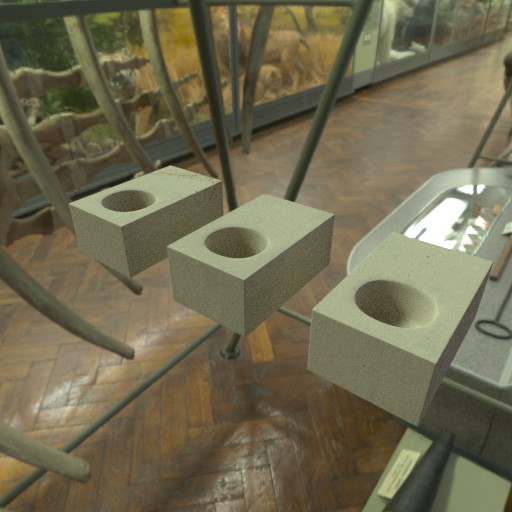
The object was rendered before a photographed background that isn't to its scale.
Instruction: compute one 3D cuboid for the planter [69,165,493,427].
[{"bbox_3d":[0.000,0.000,0.375,0.333,0.051,0.127,21,37,31],"label":"planter"}]
